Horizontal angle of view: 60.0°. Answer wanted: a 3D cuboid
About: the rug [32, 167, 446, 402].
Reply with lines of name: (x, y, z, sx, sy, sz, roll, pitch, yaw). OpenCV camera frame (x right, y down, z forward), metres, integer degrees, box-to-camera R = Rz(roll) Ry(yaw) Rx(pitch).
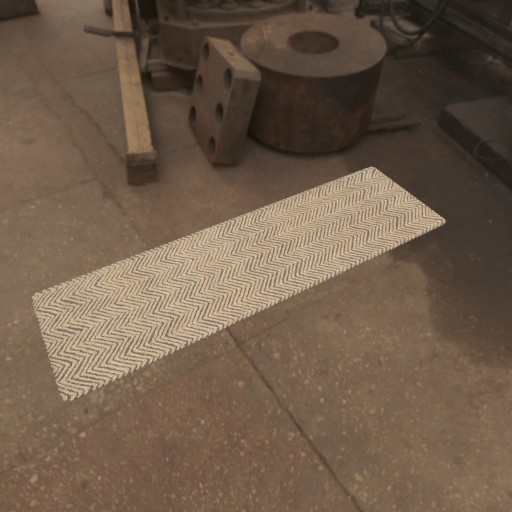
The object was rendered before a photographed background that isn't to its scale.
rug: (0.000, 0.000, 2.476, 2.286, 0.008, 0.686, -23, 50, -21)
